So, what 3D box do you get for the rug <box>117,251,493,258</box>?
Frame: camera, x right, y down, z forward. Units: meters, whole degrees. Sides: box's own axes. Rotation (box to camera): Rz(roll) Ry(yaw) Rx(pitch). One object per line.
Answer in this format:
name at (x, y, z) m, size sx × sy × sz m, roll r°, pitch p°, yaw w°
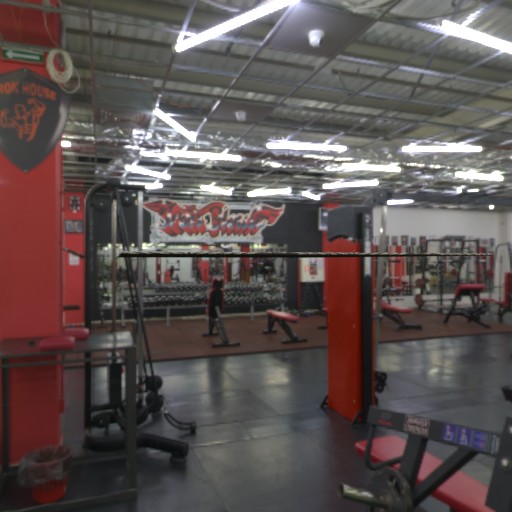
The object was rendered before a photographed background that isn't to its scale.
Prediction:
rug at (0.000, 0.000, 4.087) m, size 2.438 × 0.016 × 3.048 m, roll 0°, pitch -1°, yaw -18°
